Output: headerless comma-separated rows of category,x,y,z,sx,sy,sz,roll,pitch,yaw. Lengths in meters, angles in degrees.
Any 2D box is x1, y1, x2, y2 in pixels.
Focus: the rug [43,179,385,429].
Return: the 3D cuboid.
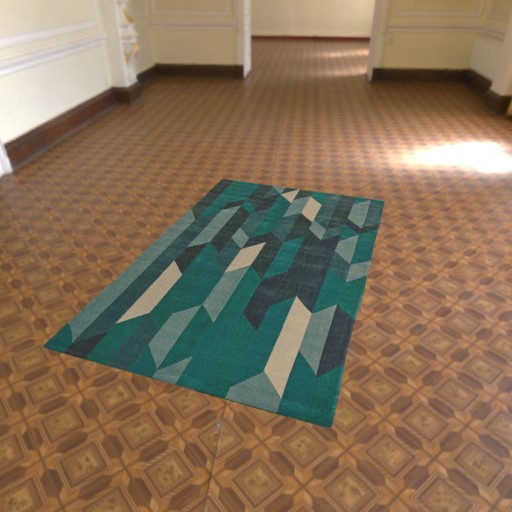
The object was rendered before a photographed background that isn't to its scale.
rug,0.000,0.000,3.069,1.528,0.005,2.420,10,34,16
